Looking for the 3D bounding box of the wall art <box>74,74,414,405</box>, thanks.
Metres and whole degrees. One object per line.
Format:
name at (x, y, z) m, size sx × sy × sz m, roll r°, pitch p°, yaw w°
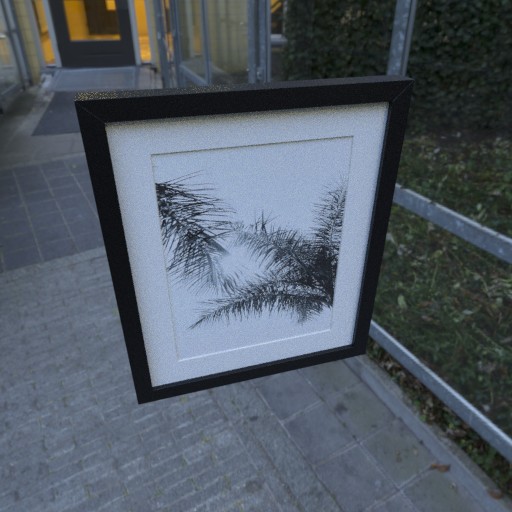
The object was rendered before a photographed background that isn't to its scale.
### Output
wall art at (0.000, 0.000, 0.521) m, size 0.325 × 0.380 × 0.028 m, roll -9°, pitch 33°, yaw -14°
